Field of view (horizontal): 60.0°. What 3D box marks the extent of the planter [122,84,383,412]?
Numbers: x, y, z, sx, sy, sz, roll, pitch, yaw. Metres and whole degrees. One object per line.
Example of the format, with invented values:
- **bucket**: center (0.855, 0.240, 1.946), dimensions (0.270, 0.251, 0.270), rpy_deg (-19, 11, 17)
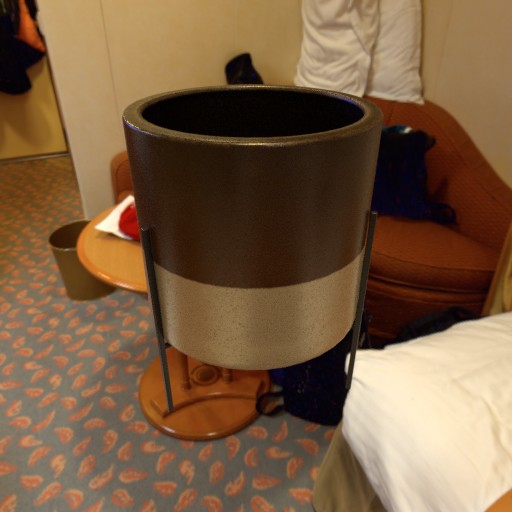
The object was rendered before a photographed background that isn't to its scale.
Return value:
- **planter**: center (0.000, 0.000, 0.712), dimensions (0.354, 0.465, 0.345), rpy_deg (11, 32, 18)
